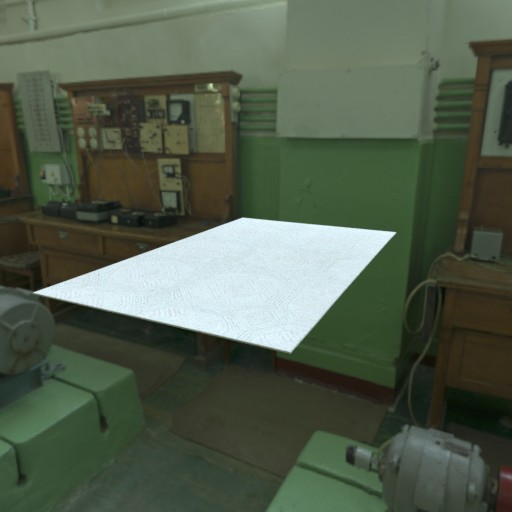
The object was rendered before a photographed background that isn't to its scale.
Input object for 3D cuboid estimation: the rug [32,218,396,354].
[{"bbox_3d":[0.000,0.000,3.148,1.524,0.008,2.440,8,18,25],"label":"rug"}]
